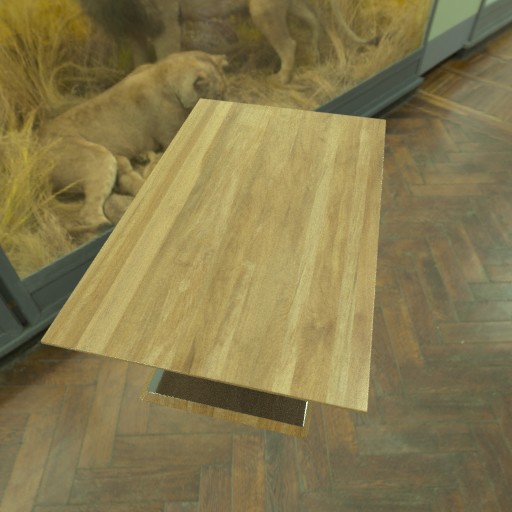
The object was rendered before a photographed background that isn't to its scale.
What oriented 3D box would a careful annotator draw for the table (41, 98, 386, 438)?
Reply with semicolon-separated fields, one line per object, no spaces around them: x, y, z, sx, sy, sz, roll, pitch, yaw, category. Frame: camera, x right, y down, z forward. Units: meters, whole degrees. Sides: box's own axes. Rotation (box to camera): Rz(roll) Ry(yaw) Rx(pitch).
0.000;0.000;1.422;0.692;0.441;1.100;10;48;9;table
